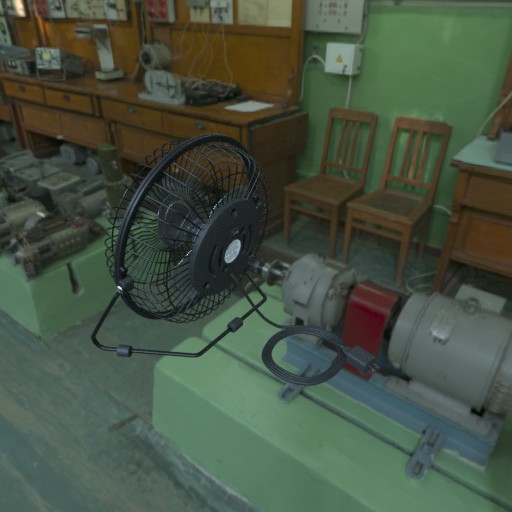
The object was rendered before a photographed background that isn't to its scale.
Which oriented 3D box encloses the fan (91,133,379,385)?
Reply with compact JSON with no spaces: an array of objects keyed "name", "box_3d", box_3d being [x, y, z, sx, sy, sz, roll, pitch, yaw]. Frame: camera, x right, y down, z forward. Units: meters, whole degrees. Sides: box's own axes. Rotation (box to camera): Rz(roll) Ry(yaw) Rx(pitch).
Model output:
[{"name":"fan","box_3d":[0.000,0.000,0.382,0.227,0.188,0.209,20,36,30]}]
